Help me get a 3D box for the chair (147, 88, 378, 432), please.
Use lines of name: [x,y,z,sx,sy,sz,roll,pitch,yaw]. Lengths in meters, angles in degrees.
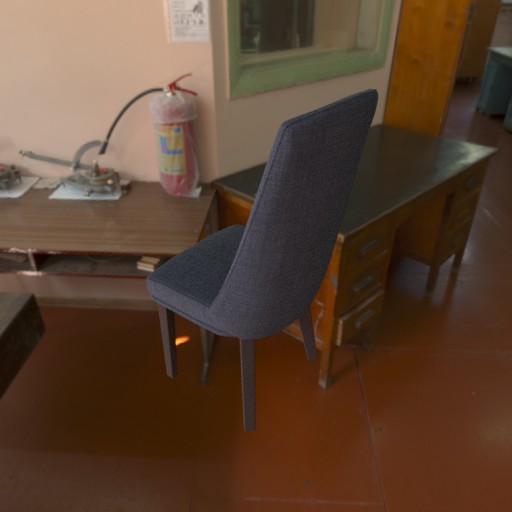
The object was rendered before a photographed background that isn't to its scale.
chair: [0.000,0.000,1.406,0.577,1.050,0.510,22,38,31]
